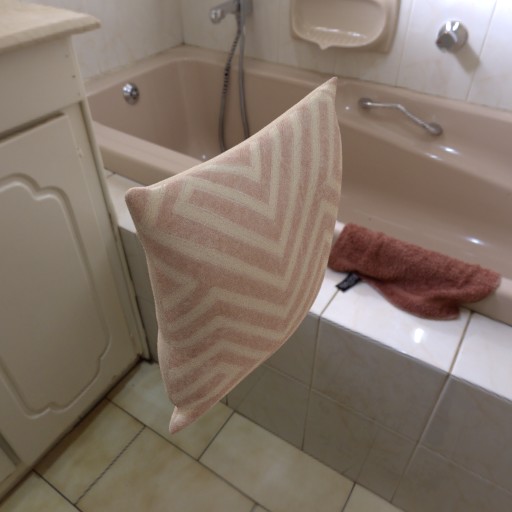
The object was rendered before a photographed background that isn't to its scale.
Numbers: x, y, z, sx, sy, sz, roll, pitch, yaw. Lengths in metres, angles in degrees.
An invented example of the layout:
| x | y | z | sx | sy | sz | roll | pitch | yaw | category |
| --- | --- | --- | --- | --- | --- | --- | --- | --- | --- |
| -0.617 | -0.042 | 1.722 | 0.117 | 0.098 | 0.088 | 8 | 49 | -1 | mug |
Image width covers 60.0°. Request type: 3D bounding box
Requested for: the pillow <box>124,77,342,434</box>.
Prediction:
| x | y | z | sx | sy | sz | roll | pitch | yaw | category |
| --- | --- | --- | --- | --- | --- | --- | --- | --- | --- |
| 0.000 | 0.000 | 0.686 | 0.182 | 0.441 | 0.440 | 24 | 46 | 26 | pillow |
